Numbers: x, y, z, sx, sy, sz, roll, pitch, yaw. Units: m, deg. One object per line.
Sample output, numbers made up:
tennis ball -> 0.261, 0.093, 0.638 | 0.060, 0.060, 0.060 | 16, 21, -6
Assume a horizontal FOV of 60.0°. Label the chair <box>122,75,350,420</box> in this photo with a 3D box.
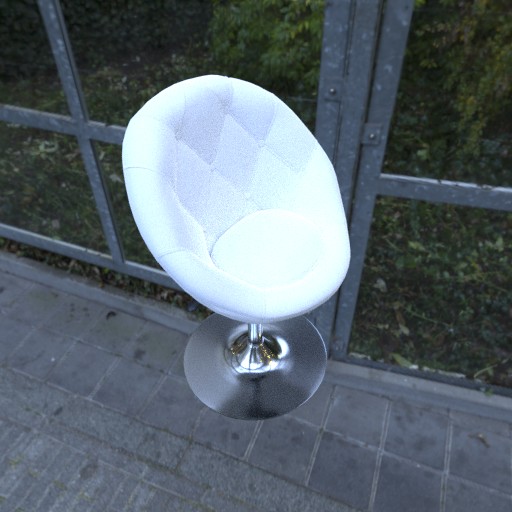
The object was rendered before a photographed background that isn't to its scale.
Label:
chair -> 0.000, 0.000, 1.790 | 0.736, 1.261, 0.940 | 24, 45, 26
